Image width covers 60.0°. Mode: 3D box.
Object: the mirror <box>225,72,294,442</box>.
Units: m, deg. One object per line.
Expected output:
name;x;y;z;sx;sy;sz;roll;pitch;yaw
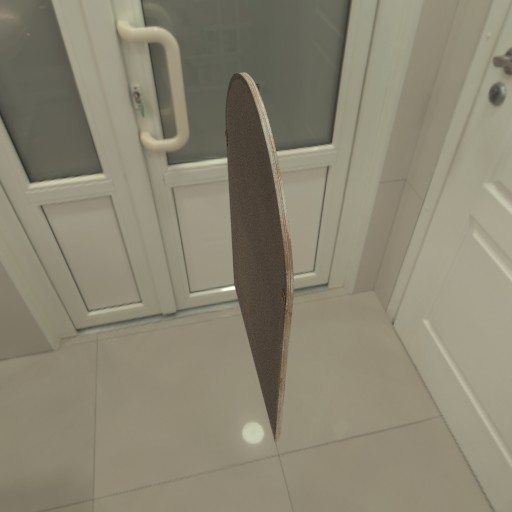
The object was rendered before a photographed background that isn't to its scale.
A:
mirror;0.000;0.000;1.151;0.032;0.915;0.609;-9;47;-9
